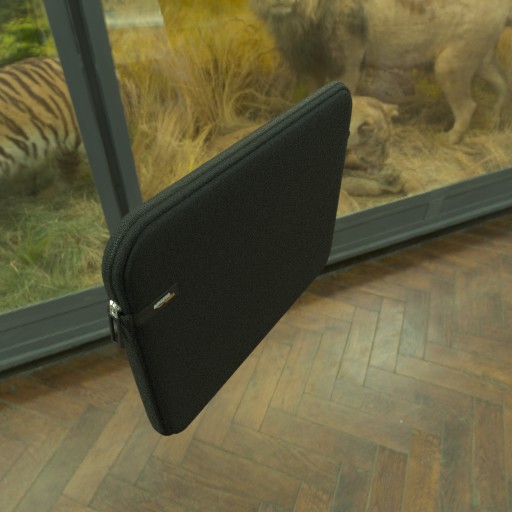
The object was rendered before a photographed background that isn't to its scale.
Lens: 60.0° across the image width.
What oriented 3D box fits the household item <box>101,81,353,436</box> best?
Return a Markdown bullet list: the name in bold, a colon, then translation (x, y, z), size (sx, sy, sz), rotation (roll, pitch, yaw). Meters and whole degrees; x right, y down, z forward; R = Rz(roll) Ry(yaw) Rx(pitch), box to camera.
- **household item**: translation (0.000, 0.000, 0.514), size (0.030, 0.305, 0.396), rotation (25, 48, 25)
